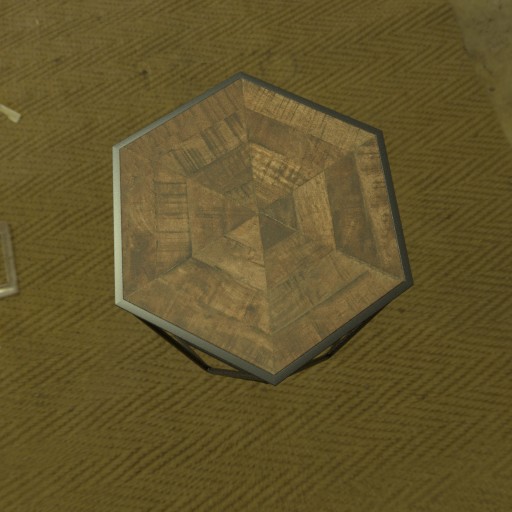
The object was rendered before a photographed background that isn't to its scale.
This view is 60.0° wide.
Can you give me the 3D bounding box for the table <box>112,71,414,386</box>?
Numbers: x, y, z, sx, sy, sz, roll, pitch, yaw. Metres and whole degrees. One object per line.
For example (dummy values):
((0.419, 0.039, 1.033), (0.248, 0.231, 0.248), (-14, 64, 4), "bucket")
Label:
((0.000, 0.000, 1.058), (0.578, 0.564, 0.579), (-34, 77, -9), "table")
